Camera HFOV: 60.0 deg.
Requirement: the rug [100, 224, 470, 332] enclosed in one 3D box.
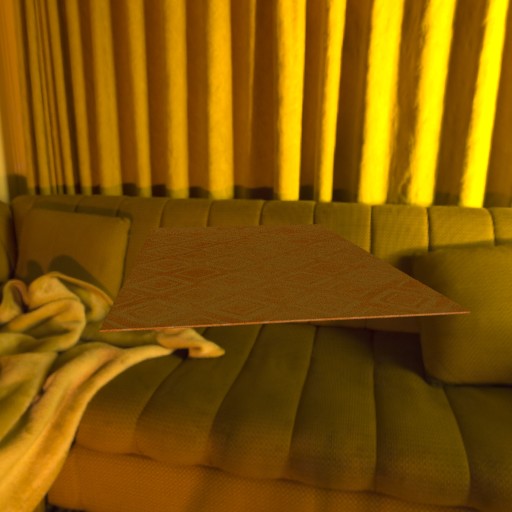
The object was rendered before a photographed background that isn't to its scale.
[{"bbox_3d":[0.000,0.000,2.300,1.213,0.010,1.829,-2,14,-8],"label":"rug"}]
